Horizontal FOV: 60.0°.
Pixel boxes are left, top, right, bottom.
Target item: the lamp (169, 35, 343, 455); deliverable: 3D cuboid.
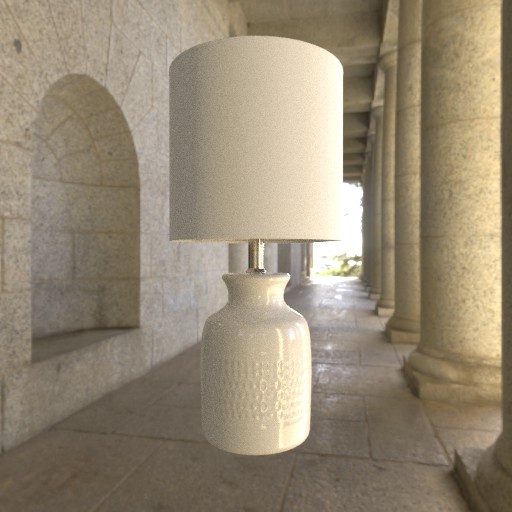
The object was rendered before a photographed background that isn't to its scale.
[{"bbox_3d":[0.000,0.000,0.488,0.188,0.392,0.188,0,0,-17],"label":"lamp"}]
